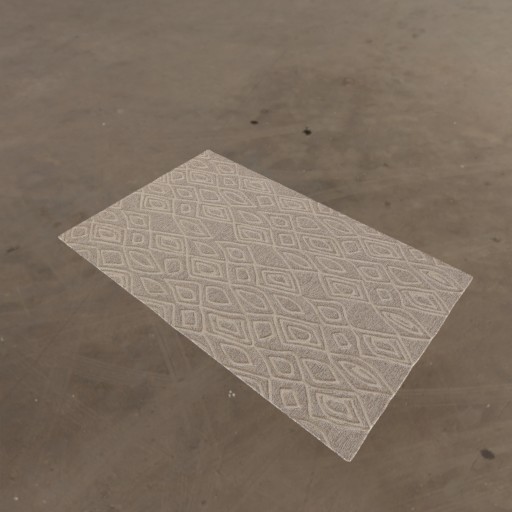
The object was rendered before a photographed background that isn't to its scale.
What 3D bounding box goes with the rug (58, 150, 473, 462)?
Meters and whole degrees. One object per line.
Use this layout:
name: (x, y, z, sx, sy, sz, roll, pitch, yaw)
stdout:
rug: (0.000, 0.000, 3.044, 2.442, 0.010, 1.546, 31, 52, 27)
